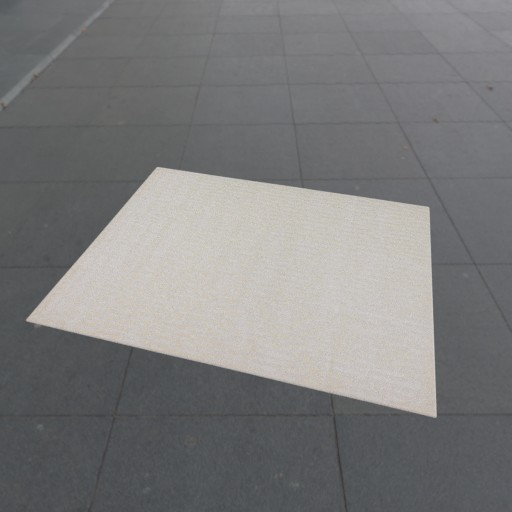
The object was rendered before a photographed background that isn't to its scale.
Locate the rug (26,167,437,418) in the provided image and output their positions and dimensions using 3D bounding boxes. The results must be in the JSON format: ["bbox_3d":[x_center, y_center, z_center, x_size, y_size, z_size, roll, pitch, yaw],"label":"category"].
[{"bbox_3d":[0.000,0.000,4.009,3.055,0.021,2.410,10,43,11],"label":"rug"}]
